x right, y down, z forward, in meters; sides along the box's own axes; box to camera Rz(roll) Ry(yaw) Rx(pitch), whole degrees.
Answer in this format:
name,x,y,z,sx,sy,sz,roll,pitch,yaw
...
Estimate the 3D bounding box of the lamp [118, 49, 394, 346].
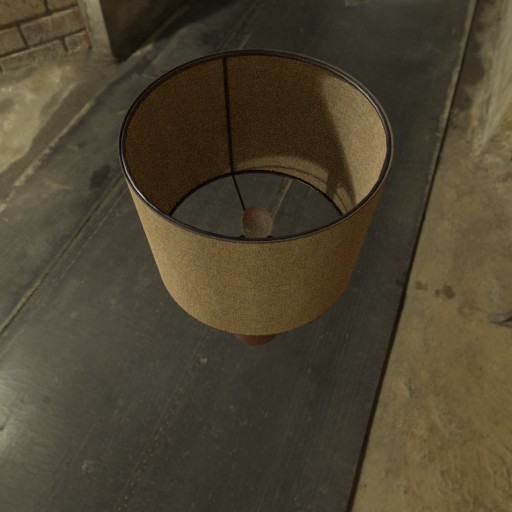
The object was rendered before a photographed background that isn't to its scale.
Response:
name,x,y,z,sx,sy,sz,roll,pitch,yaw
lamp,0.000,0.000,0.476,0.202,0.350,0.202,0,58,0
